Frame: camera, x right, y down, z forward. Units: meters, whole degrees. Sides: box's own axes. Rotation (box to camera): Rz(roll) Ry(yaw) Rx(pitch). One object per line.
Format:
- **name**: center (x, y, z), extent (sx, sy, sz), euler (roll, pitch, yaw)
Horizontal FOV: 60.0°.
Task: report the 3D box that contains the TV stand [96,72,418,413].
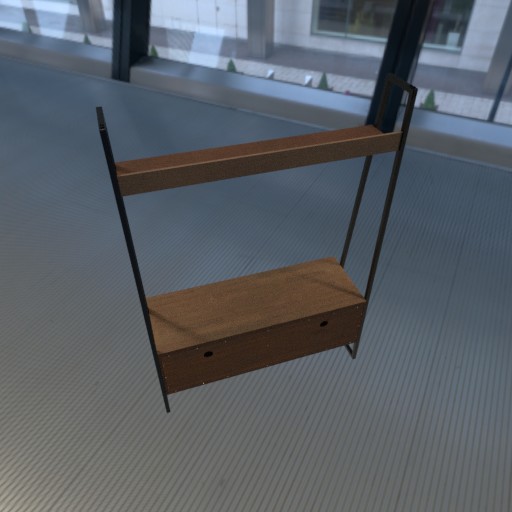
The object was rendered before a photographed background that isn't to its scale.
- **TV stand**: center (0.000, 0.000, 2.358), extent (1.250, 1.772, 0.432), euler (-12, 41, -14)
